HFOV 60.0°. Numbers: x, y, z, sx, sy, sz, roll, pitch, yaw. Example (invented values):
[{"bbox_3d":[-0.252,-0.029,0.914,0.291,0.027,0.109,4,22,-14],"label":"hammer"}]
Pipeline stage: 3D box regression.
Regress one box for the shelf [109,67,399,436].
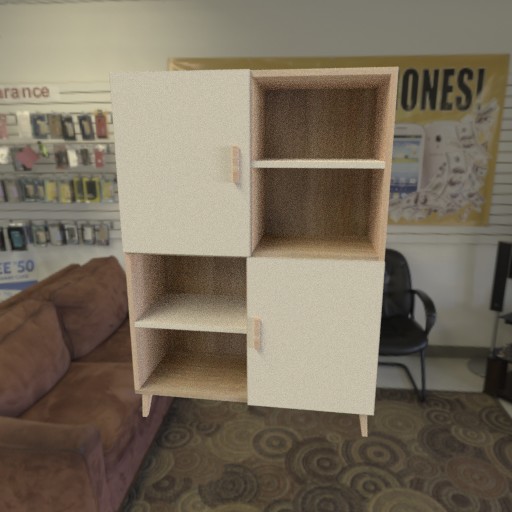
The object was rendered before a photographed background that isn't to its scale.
[{"bbox_3d":[0.000,0.000,1.864,0.995,1.405,0.434,2,14,8],"label":"shelf"}]
